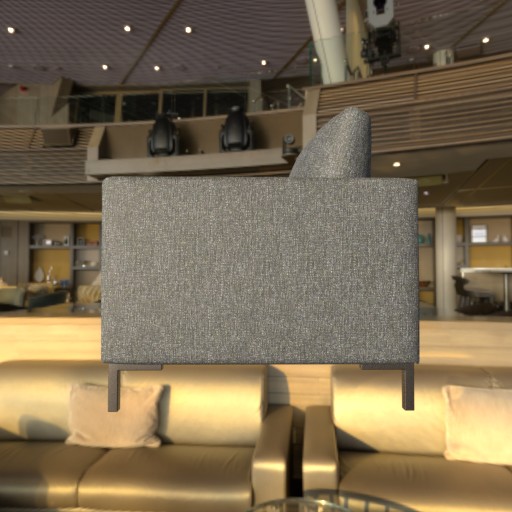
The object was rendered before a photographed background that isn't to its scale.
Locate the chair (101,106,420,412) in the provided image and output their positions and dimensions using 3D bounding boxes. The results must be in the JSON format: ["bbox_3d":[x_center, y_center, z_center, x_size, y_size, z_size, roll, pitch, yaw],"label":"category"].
[{"bbox_3d":[0.000,0.000,1.632,0.866,0.861,0.963,0,-2,-1],"label":"chair"}]
